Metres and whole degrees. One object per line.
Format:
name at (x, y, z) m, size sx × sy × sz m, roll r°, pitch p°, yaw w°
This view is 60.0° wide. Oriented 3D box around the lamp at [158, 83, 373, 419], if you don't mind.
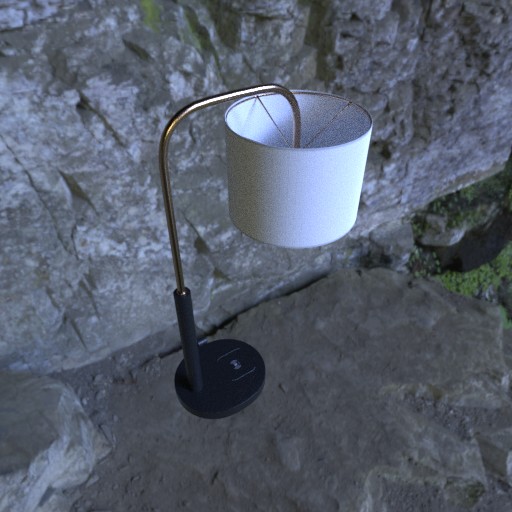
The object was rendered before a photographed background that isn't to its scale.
lamp at (0.000, 0.000, 0.711) m, size 0.337 × 0.540 × 0.199 m, roll -24°, pitch 45°, yaw -26°
